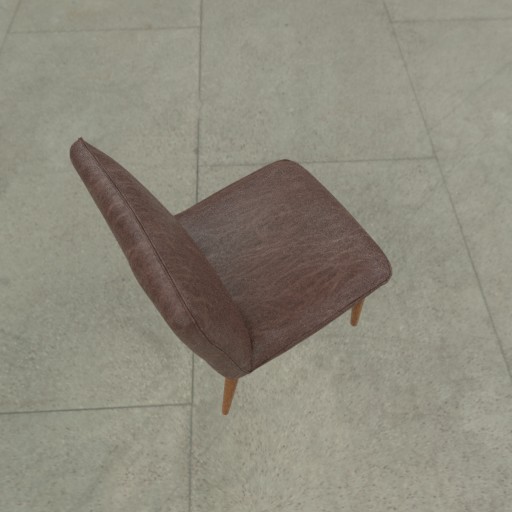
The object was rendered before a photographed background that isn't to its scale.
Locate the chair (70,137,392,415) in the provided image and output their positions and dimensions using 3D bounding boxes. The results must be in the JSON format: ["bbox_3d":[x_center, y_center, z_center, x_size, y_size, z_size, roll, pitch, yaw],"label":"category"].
[{"bbox_3d":[0.000,0.000,1.200,0.645,0.803,0.543,-34,65,-18],"label":"chair"}]
